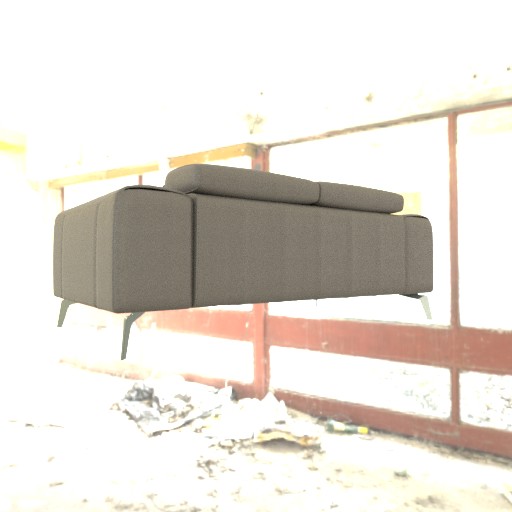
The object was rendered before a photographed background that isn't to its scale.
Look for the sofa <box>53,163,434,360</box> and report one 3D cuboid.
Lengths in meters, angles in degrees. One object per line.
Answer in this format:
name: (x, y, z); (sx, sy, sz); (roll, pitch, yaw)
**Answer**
sofa: (0.000, 0.000, 2.489); (1.930, 0.753, 1.024); (1, -1, -36)
